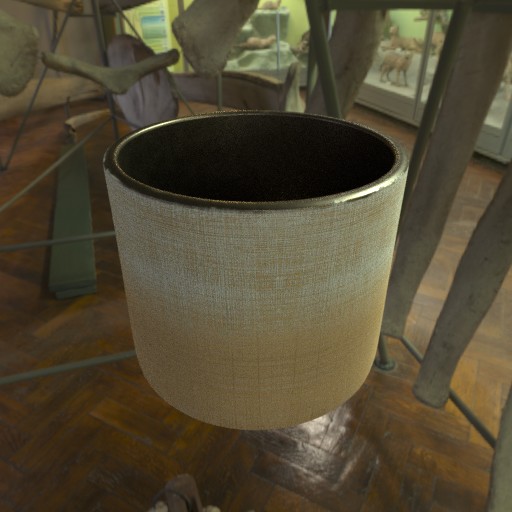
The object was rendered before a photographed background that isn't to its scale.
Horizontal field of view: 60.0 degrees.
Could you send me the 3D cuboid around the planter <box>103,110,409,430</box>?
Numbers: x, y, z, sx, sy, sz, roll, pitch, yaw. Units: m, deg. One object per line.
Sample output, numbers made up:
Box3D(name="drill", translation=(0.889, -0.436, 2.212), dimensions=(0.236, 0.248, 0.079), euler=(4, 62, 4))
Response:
Box3D(name="planter", translation=(0.000, 0.000, 0.432), dimensions=(0.254, 0.221, 0.254), euler=(0, 31, 0))
